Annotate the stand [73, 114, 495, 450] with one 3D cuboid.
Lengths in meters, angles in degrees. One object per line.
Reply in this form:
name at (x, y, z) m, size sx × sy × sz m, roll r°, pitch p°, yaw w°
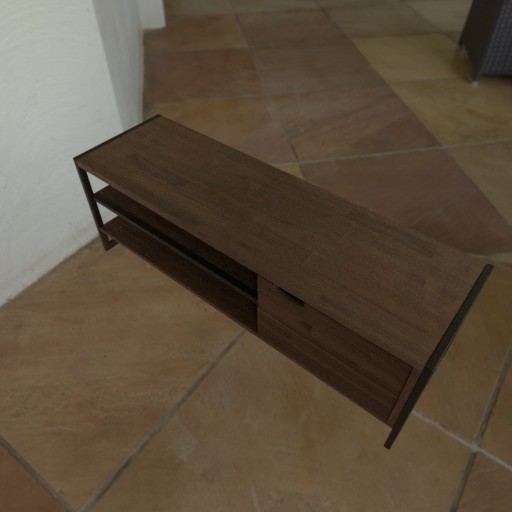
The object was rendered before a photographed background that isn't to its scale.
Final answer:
stand at (0.000, 0.000, 1.712) m, size 1.480 × 0.506 × 0.454 m, roll 30°, pitch 53°, yaw 26°
